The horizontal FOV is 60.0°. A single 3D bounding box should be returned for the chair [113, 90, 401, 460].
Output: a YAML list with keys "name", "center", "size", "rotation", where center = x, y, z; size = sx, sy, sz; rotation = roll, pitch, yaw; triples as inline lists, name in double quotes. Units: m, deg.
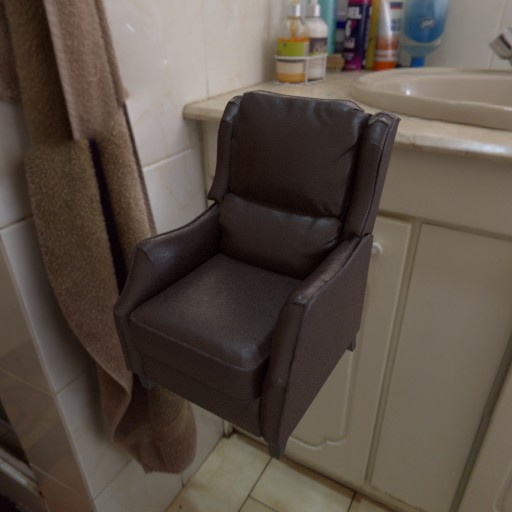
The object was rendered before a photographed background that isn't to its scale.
- name: "chair"
  center: [0.000, 0.000, 1.770]
  size: [0.770, 1.132, 0.982]
  rotation: [17, 34, 27]
